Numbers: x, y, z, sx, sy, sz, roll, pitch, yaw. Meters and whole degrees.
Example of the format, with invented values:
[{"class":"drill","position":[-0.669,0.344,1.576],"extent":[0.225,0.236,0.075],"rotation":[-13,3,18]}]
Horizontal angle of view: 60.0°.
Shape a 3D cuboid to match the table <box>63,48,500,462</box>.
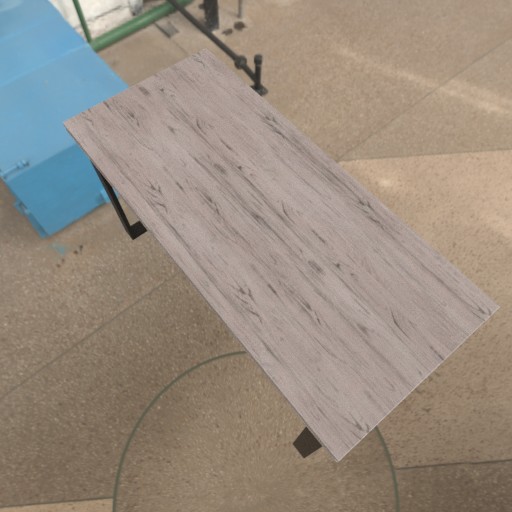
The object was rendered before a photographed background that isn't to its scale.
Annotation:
[{"class":"table","position":[0.000,0.000,2.179],"extent":[0.795,0.899,1.778],"rotation":[-36,68,-17]}]
